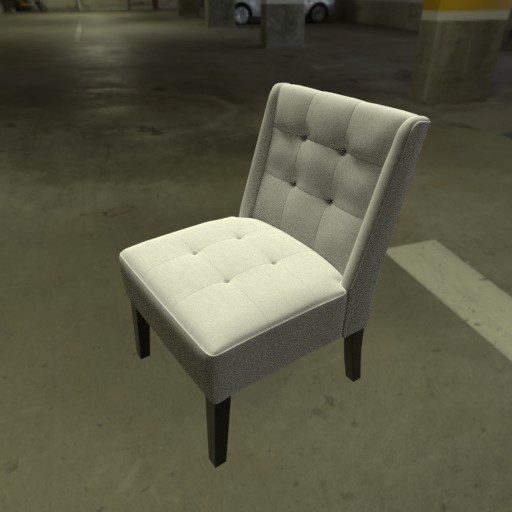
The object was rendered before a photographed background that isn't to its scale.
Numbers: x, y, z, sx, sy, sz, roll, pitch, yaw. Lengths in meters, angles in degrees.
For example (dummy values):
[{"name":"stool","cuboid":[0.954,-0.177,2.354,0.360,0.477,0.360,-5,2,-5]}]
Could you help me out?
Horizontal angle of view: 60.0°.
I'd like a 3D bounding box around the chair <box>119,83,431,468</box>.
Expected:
[{"name":"chair","cuboid":[0.000,0.000,1.325,0.676,0.853,0.569,-20,37,-30]}]
